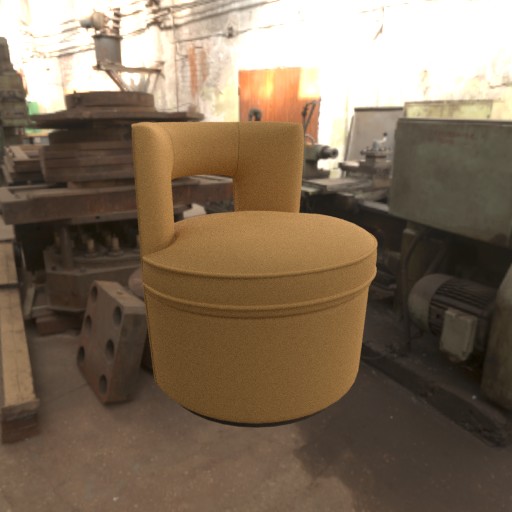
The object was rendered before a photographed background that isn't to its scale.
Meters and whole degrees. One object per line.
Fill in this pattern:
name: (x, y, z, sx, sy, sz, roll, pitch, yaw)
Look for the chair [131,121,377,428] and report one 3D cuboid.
chair: (0.000, 0.000, 1.250, 0.665, 0.723, 0.650, 16, 24, 42)
